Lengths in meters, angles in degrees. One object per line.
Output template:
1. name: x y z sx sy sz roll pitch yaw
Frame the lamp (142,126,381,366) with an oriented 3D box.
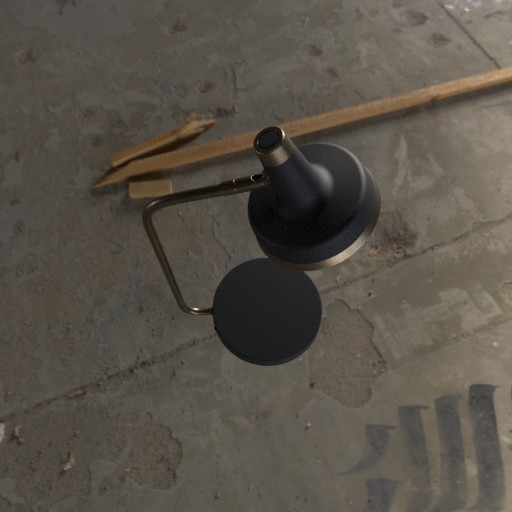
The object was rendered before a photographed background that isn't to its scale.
1. lamp: 0.000 0.000 0.491 0.218 0.385 0.162 -2 64 -1
